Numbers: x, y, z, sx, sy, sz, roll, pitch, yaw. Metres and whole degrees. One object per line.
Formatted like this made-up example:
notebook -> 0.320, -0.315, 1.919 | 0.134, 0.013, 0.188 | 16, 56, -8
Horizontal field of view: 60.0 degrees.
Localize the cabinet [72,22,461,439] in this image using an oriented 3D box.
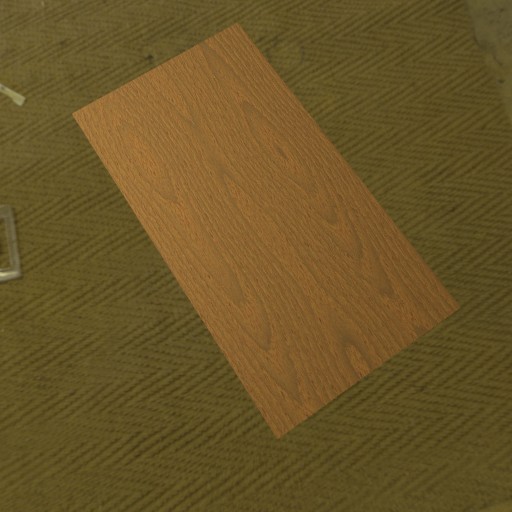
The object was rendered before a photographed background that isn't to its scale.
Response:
cabinet -> 0.000, 0.000, 1.174 | 0.388, 0.748, 0.712 | -33, 78, -8
